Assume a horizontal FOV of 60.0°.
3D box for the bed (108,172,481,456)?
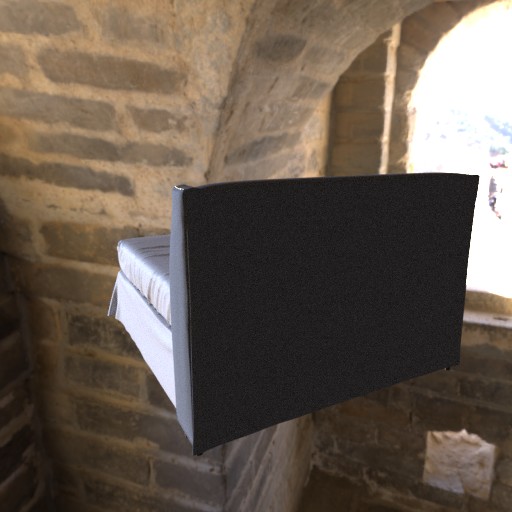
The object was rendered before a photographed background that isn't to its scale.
[{"bbox_3d":[0.000,0.000,3.366,1.925,1.332,2.276,-7,16,-27],"label":"bed"}]
